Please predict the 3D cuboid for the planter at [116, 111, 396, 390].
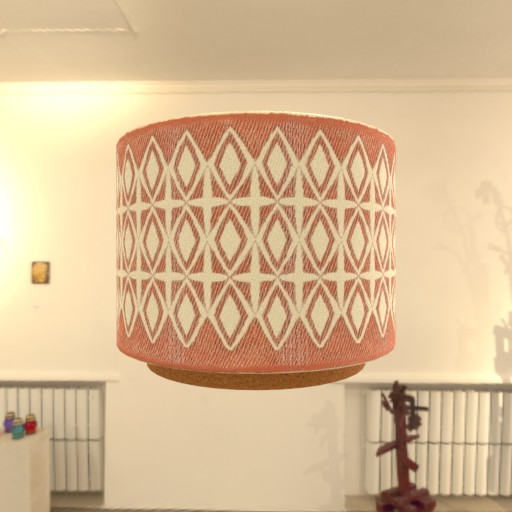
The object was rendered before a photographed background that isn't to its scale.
[{"bbox_3d":[0.000,0.000,0.319,0.192,0.148,0.192,0,0,0],"label":"planter"}]
